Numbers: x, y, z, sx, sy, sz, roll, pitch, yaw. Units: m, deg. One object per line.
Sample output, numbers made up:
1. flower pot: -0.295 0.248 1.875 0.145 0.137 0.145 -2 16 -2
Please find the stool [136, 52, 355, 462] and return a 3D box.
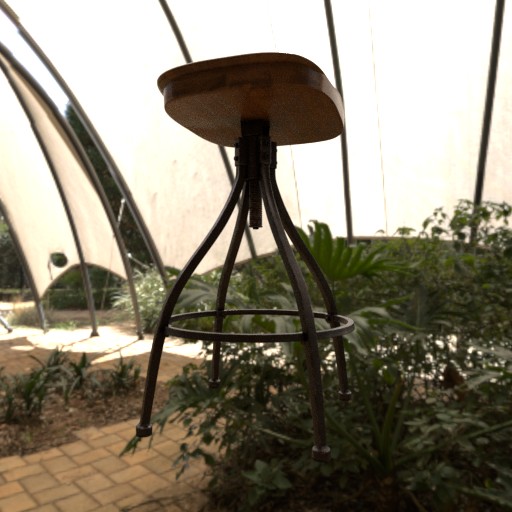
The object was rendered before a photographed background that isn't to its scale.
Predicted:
1. stool: 0.000 0.000 0.974 0.424 0.694 0.432 0 -1 18
